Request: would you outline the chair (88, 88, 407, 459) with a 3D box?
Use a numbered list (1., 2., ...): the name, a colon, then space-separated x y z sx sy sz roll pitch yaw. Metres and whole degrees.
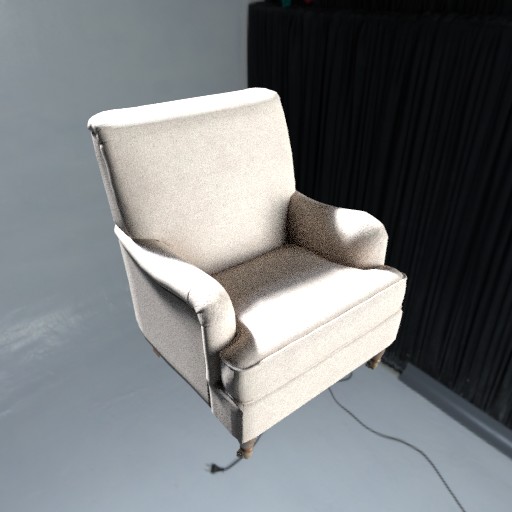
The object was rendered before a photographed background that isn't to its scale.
1. chair: 0.000 0.000 1.809 0.879 1.119 0.953 -22 38 -32
